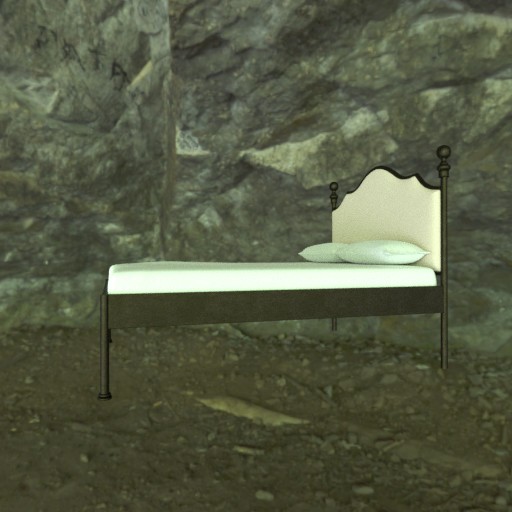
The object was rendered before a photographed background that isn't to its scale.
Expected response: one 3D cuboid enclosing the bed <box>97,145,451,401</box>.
[{"bbox_3d":[0.000,0.000,3.370,2.224,1.499,1.642,0,0,-18],"label":"bed"}]
